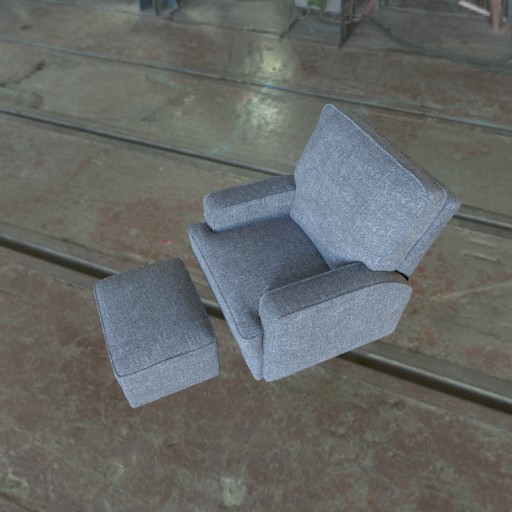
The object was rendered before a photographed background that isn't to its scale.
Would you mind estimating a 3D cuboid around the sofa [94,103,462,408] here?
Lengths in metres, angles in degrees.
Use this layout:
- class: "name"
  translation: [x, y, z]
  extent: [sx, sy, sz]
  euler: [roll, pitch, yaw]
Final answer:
- class: "sofa"
  translation: [0.000, 0.000, 2.034]
  extent: [1.472, 0.959, 0.861]
  euler: [-18, 49, -16]
